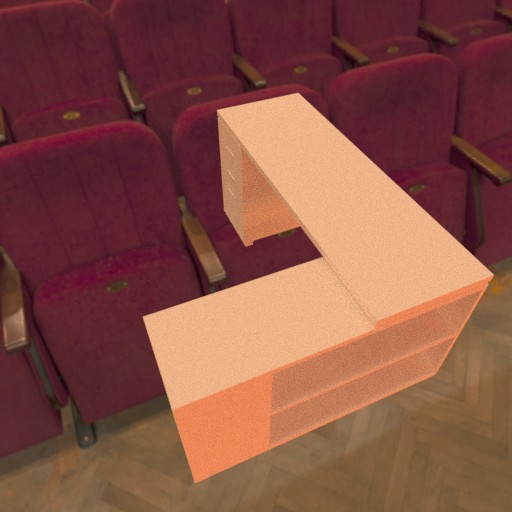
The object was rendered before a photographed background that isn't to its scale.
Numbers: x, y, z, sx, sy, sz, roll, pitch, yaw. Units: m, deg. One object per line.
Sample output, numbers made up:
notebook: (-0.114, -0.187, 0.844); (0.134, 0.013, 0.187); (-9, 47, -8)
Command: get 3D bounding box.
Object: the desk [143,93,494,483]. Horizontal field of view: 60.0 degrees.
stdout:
desk: (0.000, 0.000, 2.181); (1.199, 0.759, 1.524); (-18, 49, -16)
